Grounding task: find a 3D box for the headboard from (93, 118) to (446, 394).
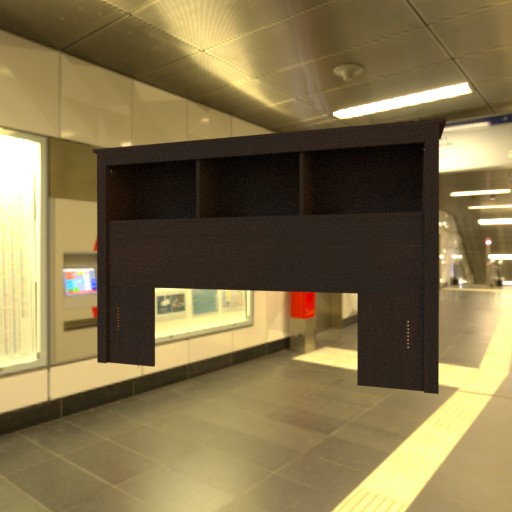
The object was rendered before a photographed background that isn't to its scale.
[{"bbox_3d":[0.000,0.000,2.143,1.671,1.092,0.279,0,0,18],"label":"headboard"}]
